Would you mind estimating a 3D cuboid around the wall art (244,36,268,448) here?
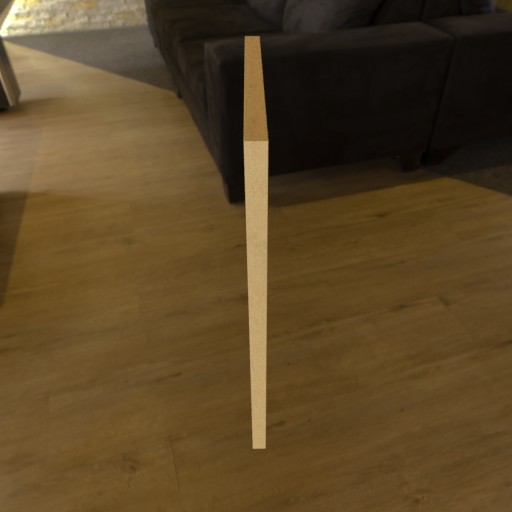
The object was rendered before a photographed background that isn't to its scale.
[{"bbox_3d":[0.000,0.000,1.020,0.039,0.810,0.510,-1,40,-1],"label":"wall art"}]
